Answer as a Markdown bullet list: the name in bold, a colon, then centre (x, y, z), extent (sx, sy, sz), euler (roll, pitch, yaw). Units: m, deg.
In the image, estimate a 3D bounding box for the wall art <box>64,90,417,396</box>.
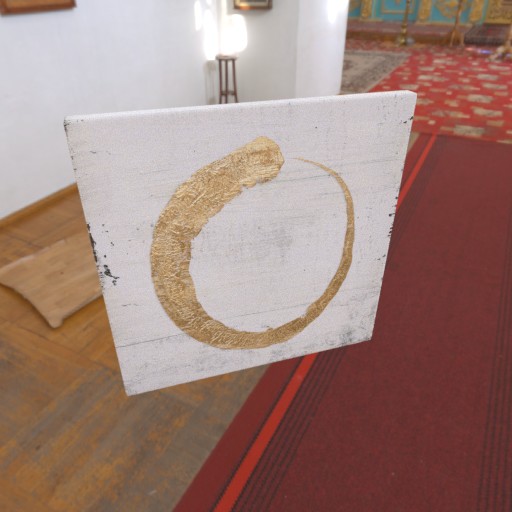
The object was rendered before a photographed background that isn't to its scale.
- **wall art**: centre (0.000, 0.000, 1.135), extent (0.762, 0.762, 0.038), euler (-10, 34, -14)
